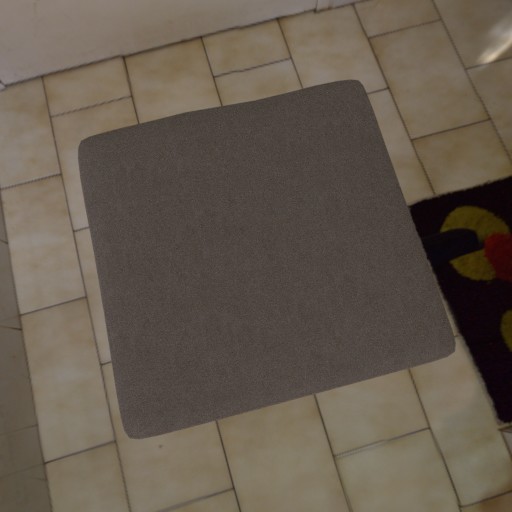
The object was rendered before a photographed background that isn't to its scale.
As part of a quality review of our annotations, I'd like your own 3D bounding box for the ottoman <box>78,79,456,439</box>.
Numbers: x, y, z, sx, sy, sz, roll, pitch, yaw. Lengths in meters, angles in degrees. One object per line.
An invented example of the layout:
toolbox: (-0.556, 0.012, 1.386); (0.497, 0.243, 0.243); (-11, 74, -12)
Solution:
ottoman: (0.000, 0.000, 1.385); (0.881, 0.482, 0.861); (-14, 76, -4)
